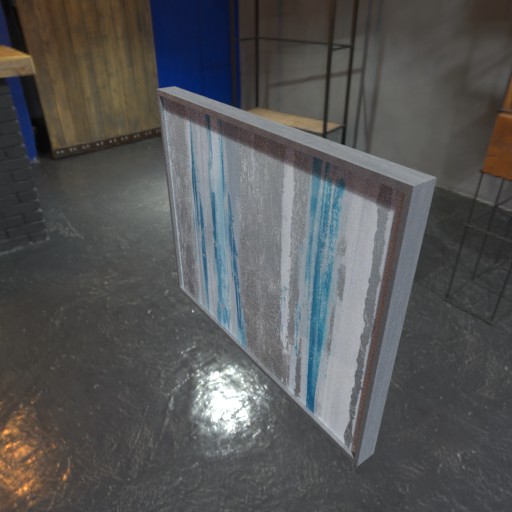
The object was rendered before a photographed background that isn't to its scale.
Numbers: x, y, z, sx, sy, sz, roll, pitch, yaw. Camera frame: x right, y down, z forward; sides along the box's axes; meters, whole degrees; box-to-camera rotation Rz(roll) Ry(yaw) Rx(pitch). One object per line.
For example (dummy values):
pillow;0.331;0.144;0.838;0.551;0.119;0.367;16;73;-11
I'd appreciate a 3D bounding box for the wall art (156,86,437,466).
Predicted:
wall art;0.000;0.000;0.743;0.037;0.450;0.557;-21;38;-30
